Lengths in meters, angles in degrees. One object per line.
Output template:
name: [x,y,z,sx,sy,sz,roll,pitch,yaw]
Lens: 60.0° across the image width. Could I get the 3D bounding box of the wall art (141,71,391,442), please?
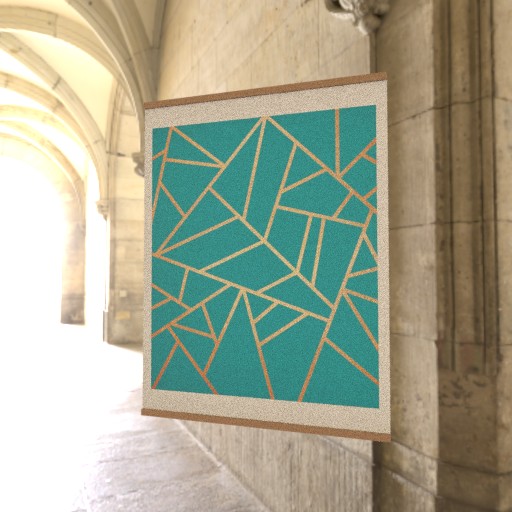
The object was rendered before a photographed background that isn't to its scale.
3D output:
wall art: [0.000,0.000,0.800,0.459,0.608,0.012,-1,-2,17]
